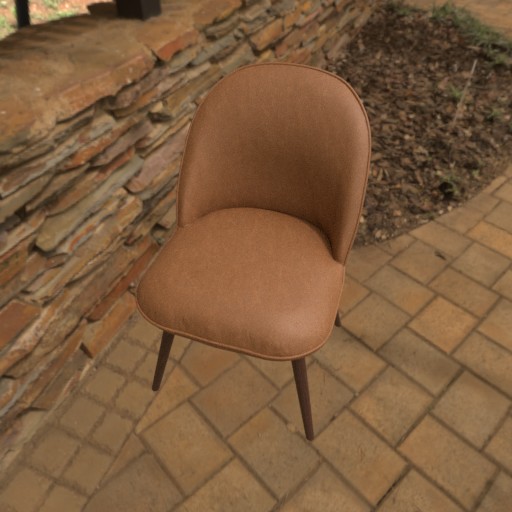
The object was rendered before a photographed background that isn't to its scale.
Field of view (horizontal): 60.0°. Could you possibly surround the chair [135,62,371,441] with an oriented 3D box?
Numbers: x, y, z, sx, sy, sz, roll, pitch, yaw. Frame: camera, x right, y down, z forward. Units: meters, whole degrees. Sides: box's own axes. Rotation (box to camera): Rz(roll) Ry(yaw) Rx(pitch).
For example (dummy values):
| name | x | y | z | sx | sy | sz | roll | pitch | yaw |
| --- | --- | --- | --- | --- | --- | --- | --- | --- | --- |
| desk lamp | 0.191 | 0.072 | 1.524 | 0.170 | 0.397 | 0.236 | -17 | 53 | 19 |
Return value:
| name | x | y | z | sx | sy | sz | roll | pitch | yaw |
| --- | --- | --- | --- | --- | --- | --- | --- | --- | --- |
| chair | 0.000 | 0.000 | 1.227 | 0.521 | 0.831 | 0.631 | 13 | 45 | 13 |
